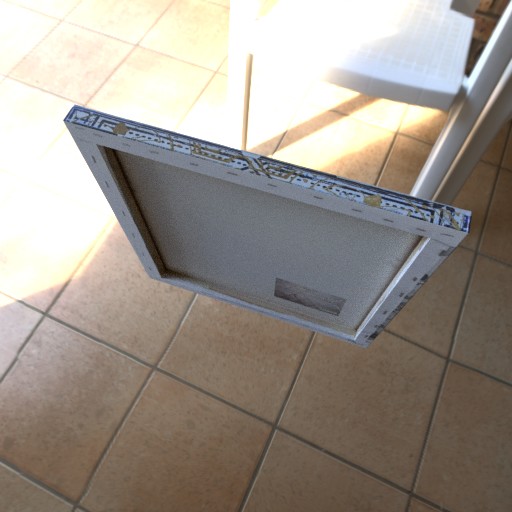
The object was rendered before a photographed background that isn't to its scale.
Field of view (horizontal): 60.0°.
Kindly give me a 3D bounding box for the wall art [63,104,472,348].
[{"bbox_3d":[0.000,0.000,0.908,0.609,0.607,0.036,17,65,8],"label":"wall art"}]
